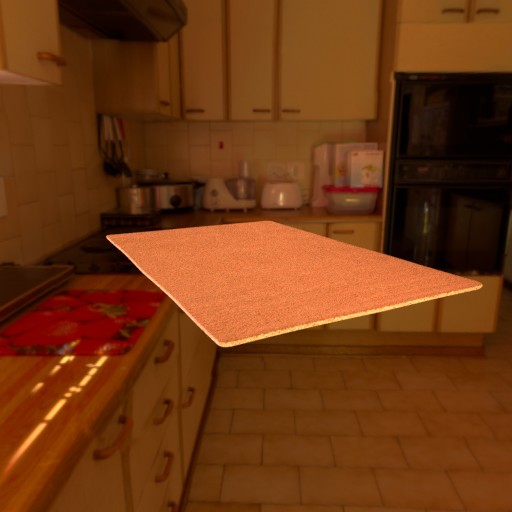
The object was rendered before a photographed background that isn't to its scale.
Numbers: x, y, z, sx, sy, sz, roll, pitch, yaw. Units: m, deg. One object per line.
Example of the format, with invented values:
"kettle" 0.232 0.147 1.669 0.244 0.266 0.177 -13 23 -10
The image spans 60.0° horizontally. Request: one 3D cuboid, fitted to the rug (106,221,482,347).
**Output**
"rug" 0.000 0.000 3.490 1.801 0.024 2.700 -7 16 -27
